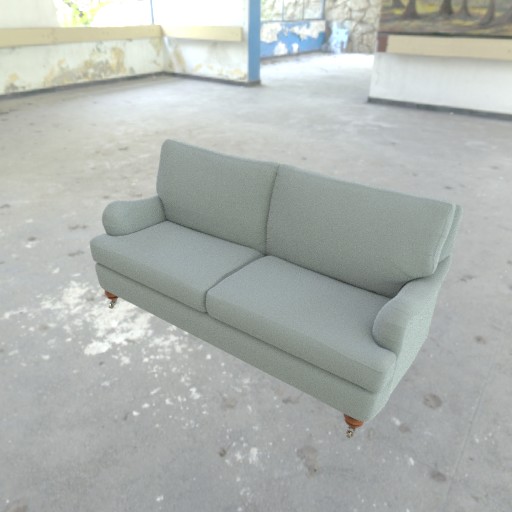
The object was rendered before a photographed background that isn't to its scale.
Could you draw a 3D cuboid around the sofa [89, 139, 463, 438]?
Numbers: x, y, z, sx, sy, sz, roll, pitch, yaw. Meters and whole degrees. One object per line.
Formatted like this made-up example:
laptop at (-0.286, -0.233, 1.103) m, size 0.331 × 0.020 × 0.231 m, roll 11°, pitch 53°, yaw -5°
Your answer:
sofa at (0.000, 0.000, 2.871) m, size 2.193 × 1.096 × 1.069 m, roll 20°, pitch 35°, yaw 31°
